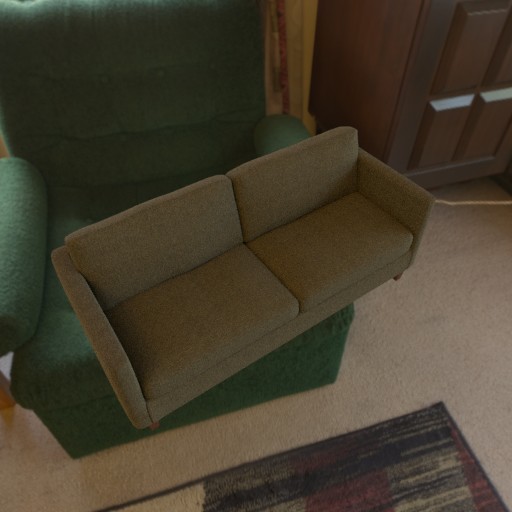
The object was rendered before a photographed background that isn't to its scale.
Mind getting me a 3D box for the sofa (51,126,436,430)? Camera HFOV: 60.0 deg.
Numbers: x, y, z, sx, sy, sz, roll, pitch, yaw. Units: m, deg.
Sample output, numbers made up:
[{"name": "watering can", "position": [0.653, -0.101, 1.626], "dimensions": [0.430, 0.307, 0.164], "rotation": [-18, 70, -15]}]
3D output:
[{"name": "sofa", "position": [0.000, 0.000, 2.842], "dimensions": [2.208, 0.965, 0.948], "rotation": [-26, 51, -23]}]
